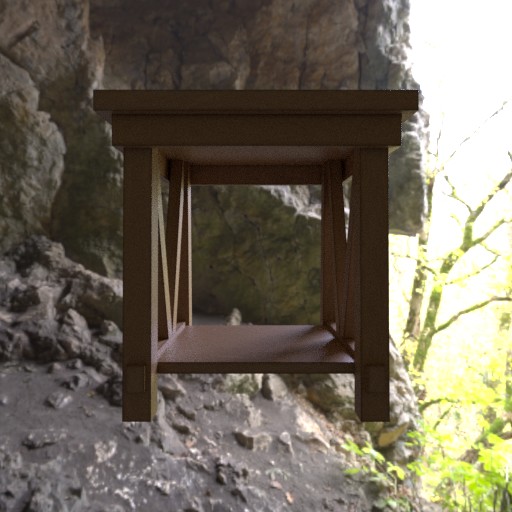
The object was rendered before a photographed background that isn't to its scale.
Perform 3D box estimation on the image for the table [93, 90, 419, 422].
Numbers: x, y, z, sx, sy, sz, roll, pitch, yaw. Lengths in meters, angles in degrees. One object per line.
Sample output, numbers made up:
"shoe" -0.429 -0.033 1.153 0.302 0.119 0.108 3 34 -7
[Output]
"table" 0.000 0.000 1.142 0.610 0.638 0.612 0 1 0
